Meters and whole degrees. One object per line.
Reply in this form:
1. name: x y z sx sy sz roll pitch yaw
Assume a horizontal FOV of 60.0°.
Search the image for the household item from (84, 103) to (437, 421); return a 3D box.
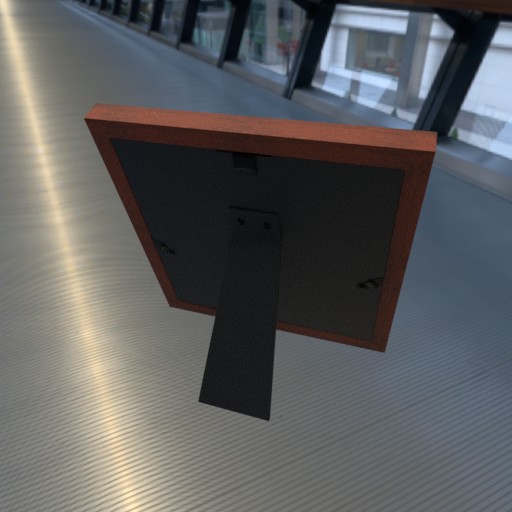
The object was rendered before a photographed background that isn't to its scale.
1. household item: 0.000 0.000 0.374 0.240 0.240 0.131 10 33 15
